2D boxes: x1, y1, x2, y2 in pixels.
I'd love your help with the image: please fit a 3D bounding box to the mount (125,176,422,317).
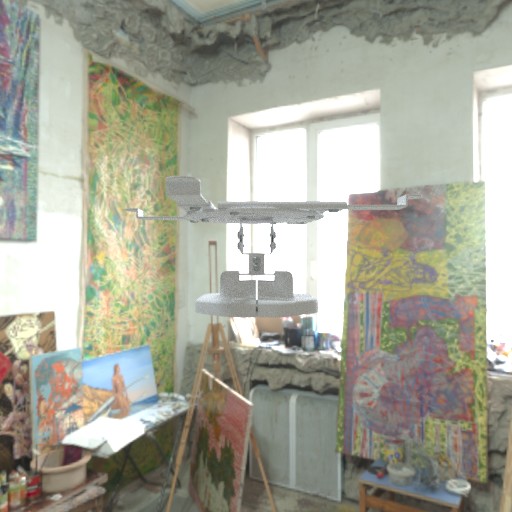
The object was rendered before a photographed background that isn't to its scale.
[{"bbox_3d":[0.000,0.000,0.597,0.394,0.141,0.394,0,-1,0],"label":"mount"}]
